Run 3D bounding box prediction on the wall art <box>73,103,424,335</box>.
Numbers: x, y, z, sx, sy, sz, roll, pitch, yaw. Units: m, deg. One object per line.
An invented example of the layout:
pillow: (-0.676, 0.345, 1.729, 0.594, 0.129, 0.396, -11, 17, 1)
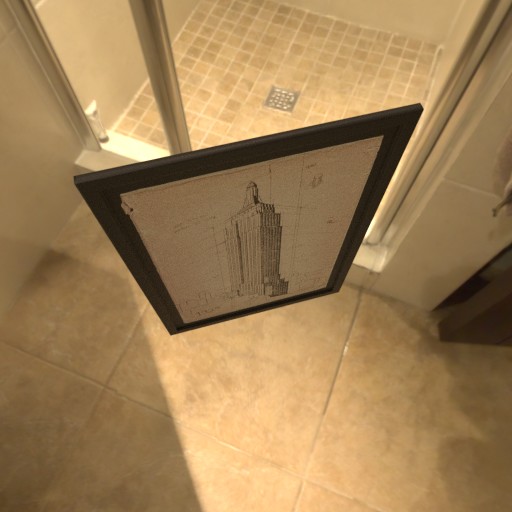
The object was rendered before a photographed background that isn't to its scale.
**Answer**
wall art: (0.000, 0.000, 0.853, 0.451, 0.661, 0.012, -14, 65, -7)
